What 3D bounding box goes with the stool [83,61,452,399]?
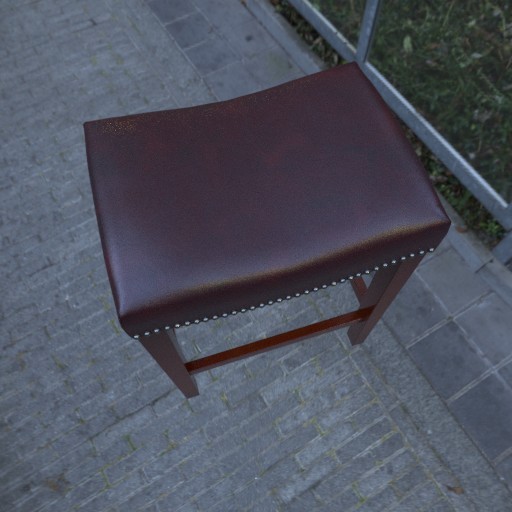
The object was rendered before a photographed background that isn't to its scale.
[{"bbox_3d":[0.000,0.000,0.956,0.504,0.657,0.372,-16,64,-8],"label":"stool"}]
